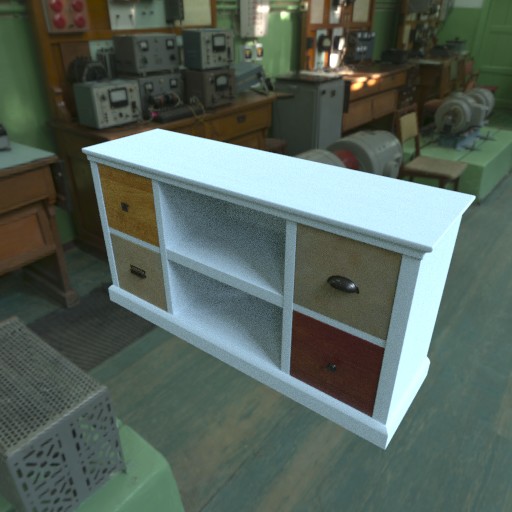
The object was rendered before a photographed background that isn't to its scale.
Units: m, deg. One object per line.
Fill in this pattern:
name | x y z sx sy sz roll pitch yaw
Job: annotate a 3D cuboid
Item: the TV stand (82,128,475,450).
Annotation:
TV stand | 0.000 0.000 1.496 1.187 0.624 0.424 20 35 31
